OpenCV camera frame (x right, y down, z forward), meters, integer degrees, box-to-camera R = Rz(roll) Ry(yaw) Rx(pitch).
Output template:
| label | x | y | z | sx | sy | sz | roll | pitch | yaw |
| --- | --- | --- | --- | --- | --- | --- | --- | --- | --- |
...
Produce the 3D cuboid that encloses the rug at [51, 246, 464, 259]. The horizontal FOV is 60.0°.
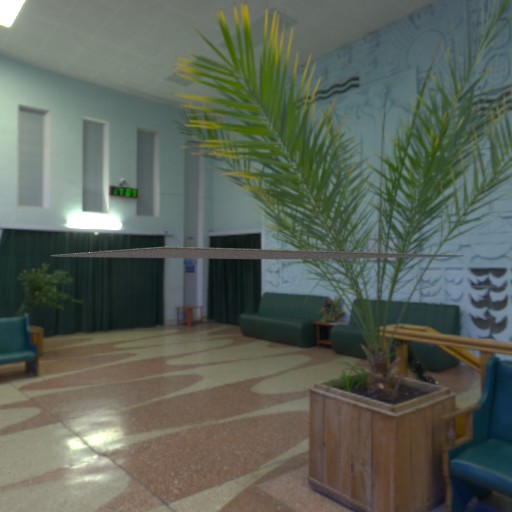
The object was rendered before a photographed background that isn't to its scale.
| label | x | y | z | sx | sy | sz | roll | pitch | yaw |
| --- | --- | --- | --- | --- | --- | --- | --- | --- | --- |
| rug | 0.000 | 0.000 | 4.176 | 3.057 | 0.013 | 2.434 | 1 | -2 | -38 |
